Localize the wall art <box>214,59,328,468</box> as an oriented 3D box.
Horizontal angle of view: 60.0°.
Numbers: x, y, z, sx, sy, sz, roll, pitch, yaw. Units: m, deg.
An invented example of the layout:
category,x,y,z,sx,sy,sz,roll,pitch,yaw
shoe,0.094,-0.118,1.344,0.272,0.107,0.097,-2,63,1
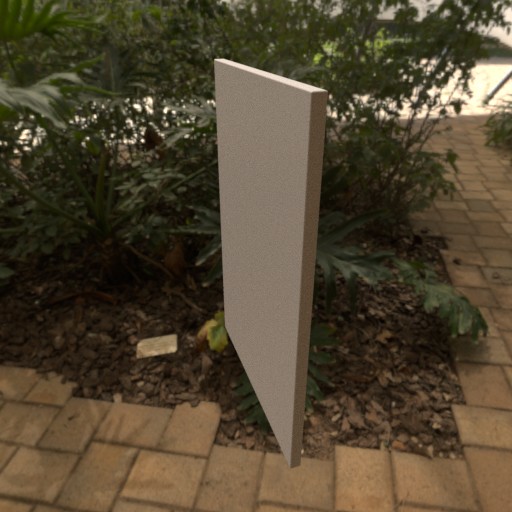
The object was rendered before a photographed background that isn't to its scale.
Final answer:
category,x,y,z,sx,sy,sz,roll,pitch,yaw
wall art,0.000,0.000,1.049,0.026,0.813,0.556,-9,30,-17
